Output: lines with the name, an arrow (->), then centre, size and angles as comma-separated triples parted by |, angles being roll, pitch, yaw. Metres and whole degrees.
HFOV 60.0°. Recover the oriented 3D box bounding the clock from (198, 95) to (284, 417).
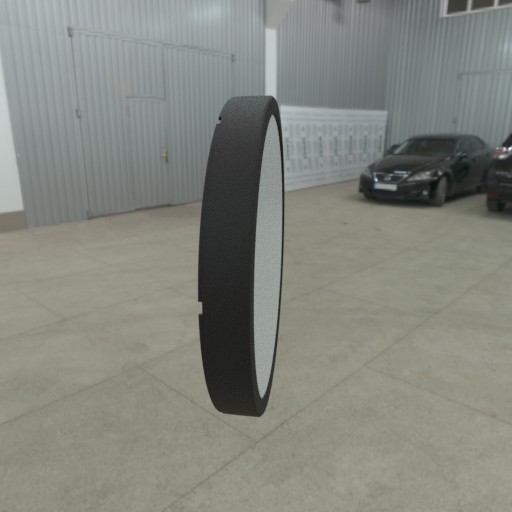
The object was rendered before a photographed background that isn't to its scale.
clock -> 0.000, 0.000, 0.431 | 0.040, 0.293, 0.293 | 2, 16, 8
